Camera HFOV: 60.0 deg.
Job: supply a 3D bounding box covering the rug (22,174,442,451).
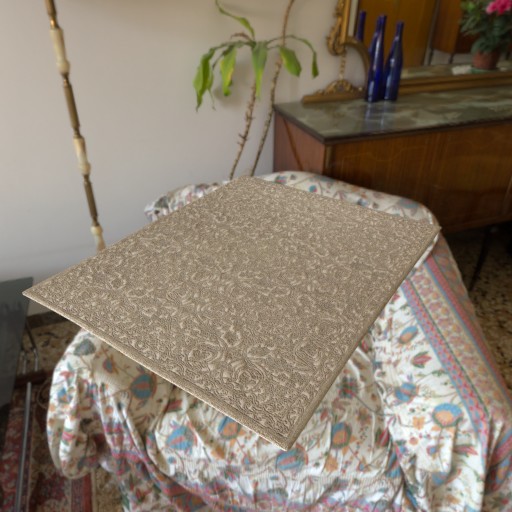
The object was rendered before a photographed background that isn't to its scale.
[{"bbox_3d":[0.000,0.000,3.988,2.472,0.035,3.017,20,37,28],"label":"rug"}]
